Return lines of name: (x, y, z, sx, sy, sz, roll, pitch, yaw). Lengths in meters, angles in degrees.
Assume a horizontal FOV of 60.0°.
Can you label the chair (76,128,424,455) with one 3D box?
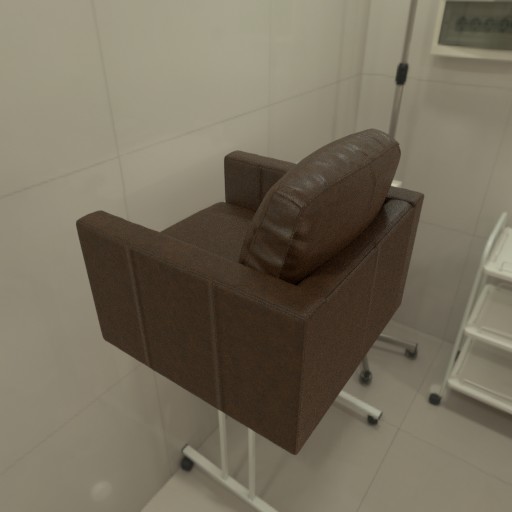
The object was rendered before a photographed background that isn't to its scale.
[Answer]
chair: (0.000, 0.000, 1.661, 0.909, 0.956, 0.890, 20, 37, 29)
